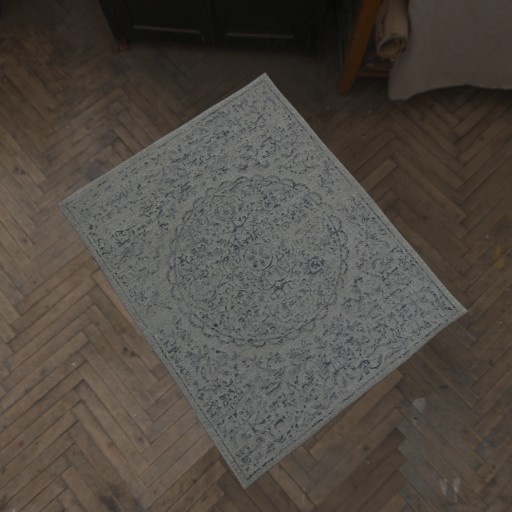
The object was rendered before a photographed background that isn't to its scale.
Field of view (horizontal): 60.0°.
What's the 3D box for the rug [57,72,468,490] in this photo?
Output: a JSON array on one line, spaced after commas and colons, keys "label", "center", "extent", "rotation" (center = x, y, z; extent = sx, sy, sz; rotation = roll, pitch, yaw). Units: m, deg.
[{"label": "rug", "center": [0.000, 0.000, 3.891], "extent": [2.343, 0.026, 2.925], "rotation": [-35, 78, -9]}]
